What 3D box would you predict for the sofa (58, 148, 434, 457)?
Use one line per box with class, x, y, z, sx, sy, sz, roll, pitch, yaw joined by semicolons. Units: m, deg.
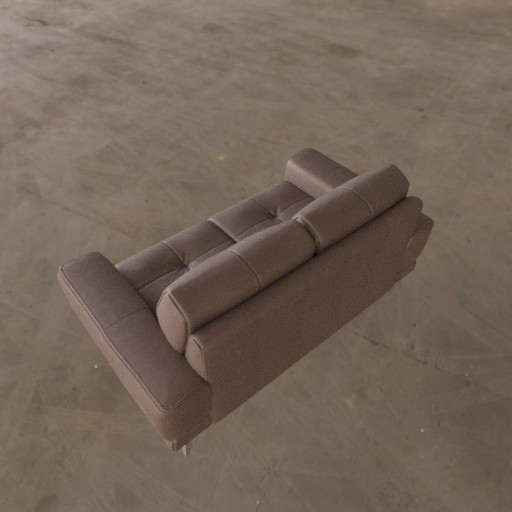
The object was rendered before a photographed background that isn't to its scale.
sofa;0.000;0.000;2.383;1.806;0.907;1.018;-30;52;-27
